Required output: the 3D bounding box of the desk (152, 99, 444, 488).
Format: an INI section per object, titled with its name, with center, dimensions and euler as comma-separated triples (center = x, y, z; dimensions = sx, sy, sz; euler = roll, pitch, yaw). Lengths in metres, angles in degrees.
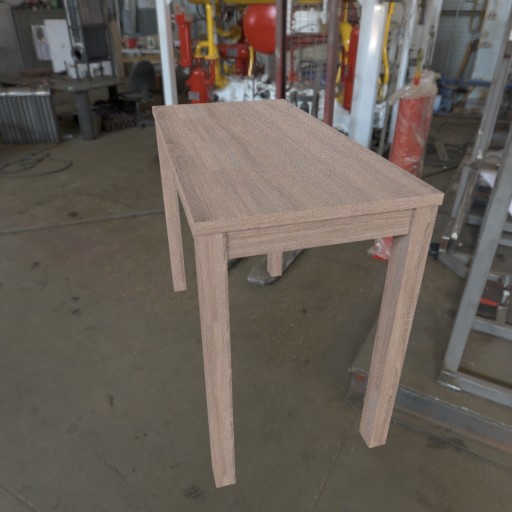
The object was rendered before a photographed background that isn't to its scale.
[desk]
center = 0.000, 0.000, 1.420
dimensions = 0.495, 0.762, 0.991
euler = -8, 31, -13
